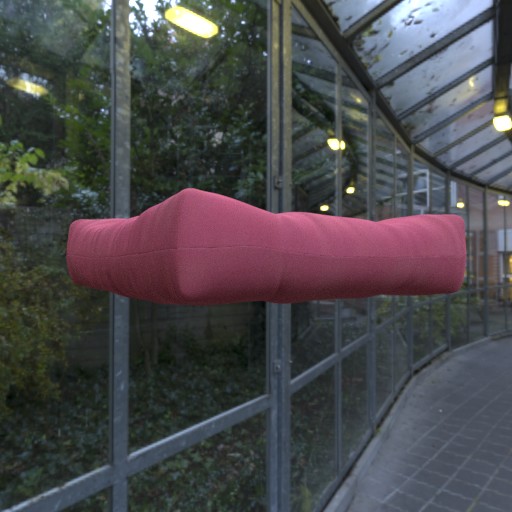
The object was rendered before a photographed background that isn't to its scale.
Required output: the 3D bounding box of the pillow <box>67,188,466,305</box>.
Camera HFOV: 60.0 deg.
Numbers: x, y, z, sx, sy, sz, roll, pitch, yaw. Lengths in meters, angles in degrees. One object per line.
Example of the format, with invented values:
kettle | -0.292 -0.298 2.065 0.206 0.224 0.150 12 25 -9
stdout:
pillow | 0.000 0.000 0.716 0.490 0.128 0.468 1 -1 -35
